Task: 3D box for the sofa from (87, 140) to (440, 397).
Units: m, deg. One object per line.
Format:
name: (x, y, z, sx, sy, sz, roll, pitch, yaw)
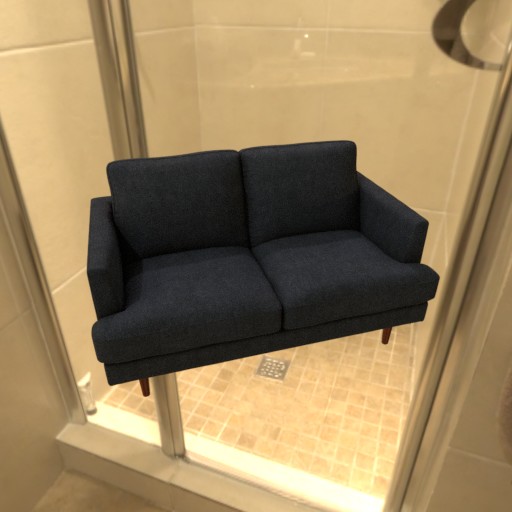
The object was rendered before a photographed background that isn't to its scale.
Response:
sofa: (0.000, 0.000, 2.252, 1.582, 0.944, 0.903, -9, 32, -14)
